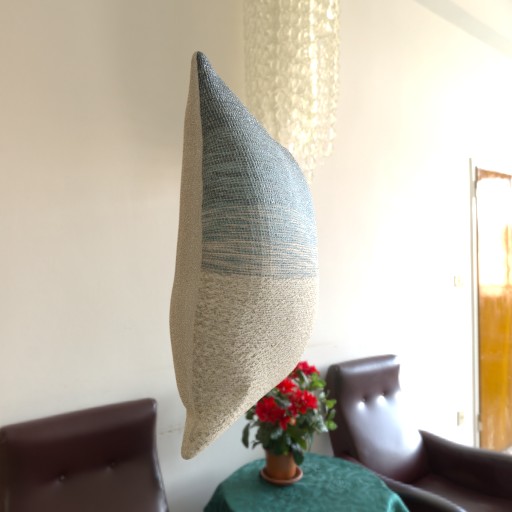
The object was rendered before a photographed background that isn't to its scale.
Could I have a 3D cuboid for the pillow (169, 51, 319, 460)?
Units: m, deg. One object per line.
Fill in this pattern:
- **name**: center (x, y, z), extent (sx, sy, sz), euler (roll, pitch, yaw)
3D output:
- **pillow**: center (0.000, 0.000, 0.674), extent (0.182, 0.441, 0.440), euler (0, -1, 18)
